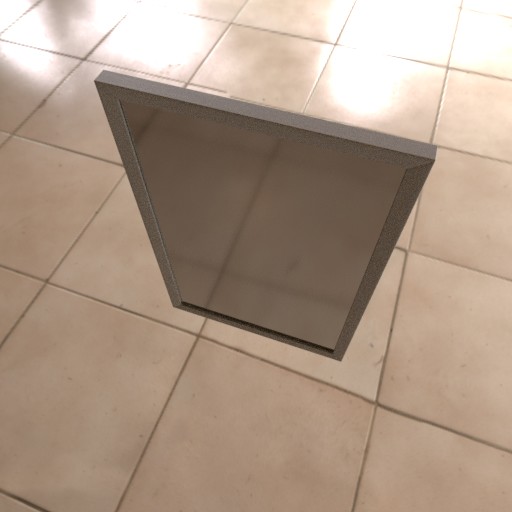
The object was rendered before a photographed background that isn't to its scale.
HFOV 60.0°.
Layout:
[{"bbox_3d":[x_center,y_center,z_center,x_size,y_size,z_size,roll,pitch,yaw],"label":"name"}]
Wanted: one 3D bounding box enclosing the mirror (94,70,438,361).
[{"bbox_3d":[0.000,0.000,1.142,0.609,0.915,0.040,16,58,10],"label":"mirror"}]
